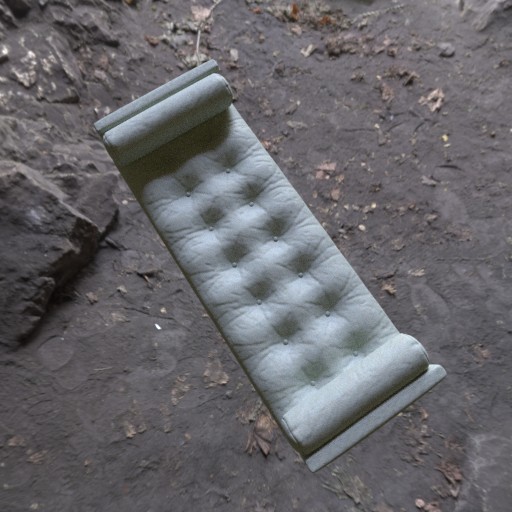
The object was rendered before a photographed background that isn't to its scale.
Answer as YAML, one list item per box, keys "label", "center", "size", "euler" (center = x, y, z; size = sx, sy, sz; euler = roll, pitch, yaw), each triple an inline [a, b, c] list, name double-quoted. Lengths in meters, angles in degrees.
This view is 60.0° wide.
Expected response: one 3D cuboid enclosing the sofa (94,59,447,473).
- label: "sofa"
  center: [0.000, 0.000, 2.506]
  size: [0.796, 0.705, 2.102]
  euler: [-32, 77, -8]
